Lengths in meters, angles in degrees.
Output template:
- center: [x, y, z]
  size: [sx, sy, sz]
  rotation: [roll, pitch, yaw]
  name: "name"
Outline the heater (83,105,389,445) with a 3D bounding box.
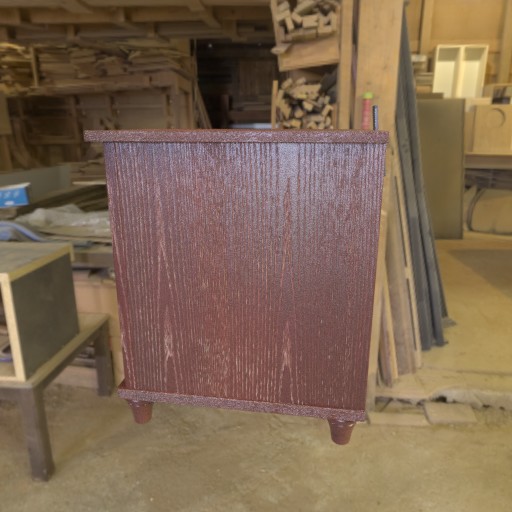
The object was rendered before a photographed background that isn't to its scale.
- center: [0.000, 0.000, 0.751]
  size: [0.400, 0.481, 0.362]
  rotation: [3, 16, 9]
  name: "heater"
